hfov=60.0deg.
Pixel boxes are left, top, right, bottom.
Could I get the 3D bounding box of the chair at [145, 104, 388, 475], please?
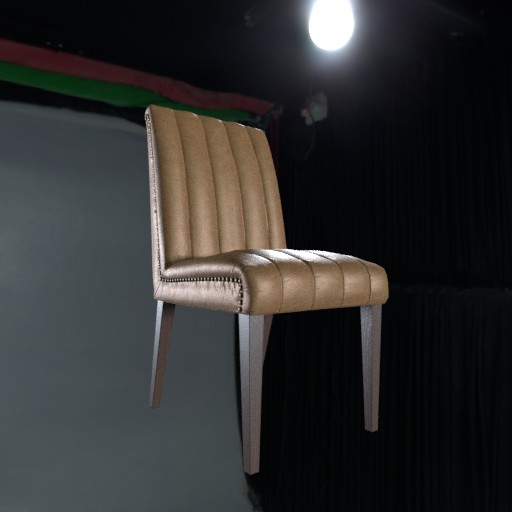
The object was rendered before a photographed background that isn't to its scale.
[{"bbox_3d":[0.000,0.000,1.382,0.511,1.016,0.647,1,-1,-36],"label":"chair"}]
